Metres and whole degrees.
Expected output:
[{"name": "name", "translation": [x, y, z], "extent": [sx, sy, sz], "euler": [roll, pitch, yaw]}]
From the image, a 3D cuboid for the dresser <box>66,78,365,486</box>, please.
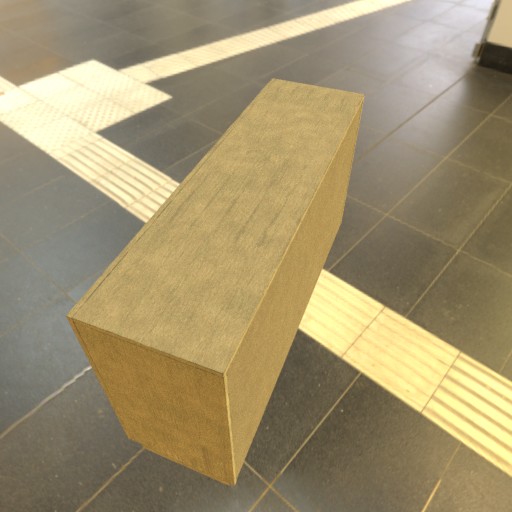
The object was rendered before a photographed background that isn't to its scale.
[{"name": "dresser", "translation": [0.000, 0.000, 2.008], "extent": [0.483, 0.889, 1.628], "euler": [16, 48, 15]}]
